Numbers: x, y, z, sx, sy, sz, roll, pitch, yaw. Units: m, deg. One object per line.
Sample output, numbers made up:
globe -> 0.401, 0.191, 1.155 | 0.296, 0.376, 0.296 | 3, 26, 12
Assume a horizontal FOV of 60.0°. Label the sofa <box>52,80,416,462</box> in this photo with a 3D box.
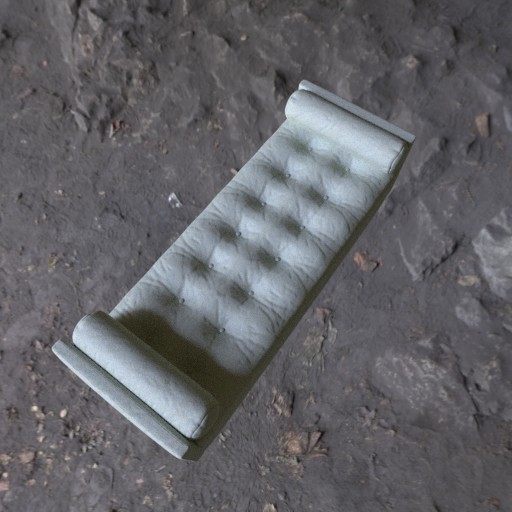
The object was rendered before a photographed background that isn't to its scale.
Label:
sofa -> 0.000, 0.000, 2.516 | 0.796, 0.705, 2.102 | 33, 68, 15
